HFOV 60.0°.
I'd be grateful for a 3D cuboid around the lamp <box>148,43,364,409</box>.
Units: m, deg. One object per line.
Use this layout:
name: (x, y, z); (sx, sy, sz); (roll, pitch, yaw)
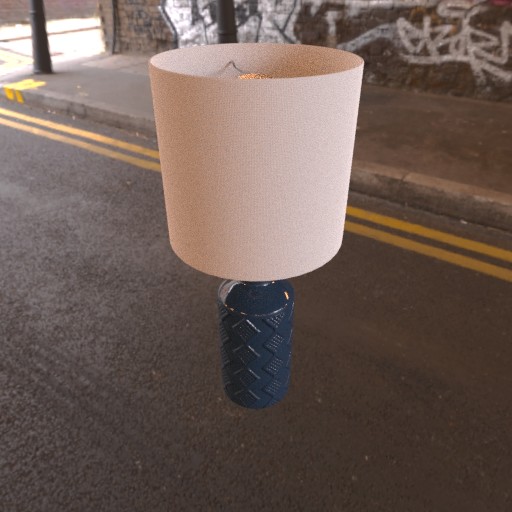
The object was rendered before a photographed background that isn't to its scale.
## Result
lamp: (0.000, 0.000, 0.557); (0.207, 0.461, 0.207); (-9, 34, -14)
